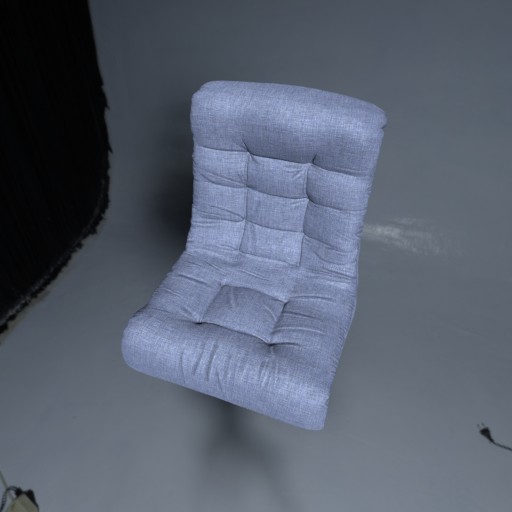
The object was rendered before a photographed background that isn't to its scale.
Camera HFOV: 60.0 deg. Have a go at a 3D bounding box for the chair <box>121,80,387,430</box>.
[{"bbox_3d":[0.000,0.000,1.260,0.597,0.749,0.668,13,43,15],"label":"chair"}]
